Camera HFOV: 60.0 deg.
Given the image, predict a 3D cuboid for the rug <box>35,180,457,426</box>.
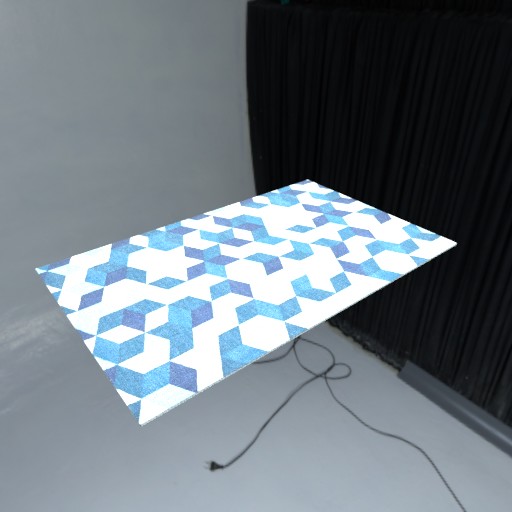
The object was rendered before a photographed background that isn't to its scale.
[{"bbox_3d":[0.000,0.000,3.004,2.438,0.015,1.518,-23,38,-32],"label":"rug"}]
